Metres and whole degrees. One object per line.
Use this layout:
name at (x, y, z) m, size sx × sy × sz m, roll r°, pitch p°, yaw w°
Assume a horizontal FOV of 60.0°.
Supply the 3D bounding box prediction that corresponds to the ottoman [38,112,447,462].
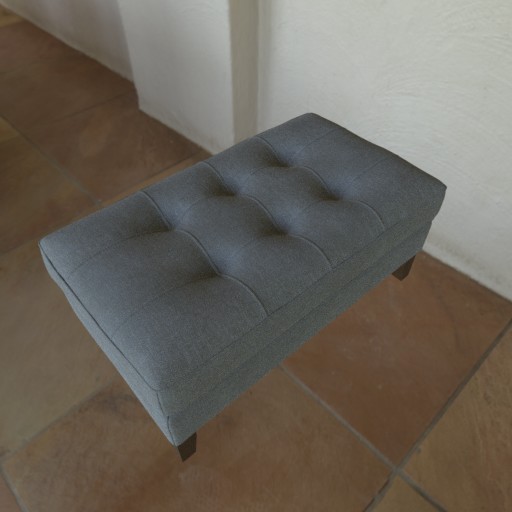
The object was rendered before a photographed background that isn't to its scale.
ottoman at (0.000, 0.000, 1.494) m, size 1.143 × 0.514 × 0.648 m, roll -33°, pitch 55°, yaw -27°
